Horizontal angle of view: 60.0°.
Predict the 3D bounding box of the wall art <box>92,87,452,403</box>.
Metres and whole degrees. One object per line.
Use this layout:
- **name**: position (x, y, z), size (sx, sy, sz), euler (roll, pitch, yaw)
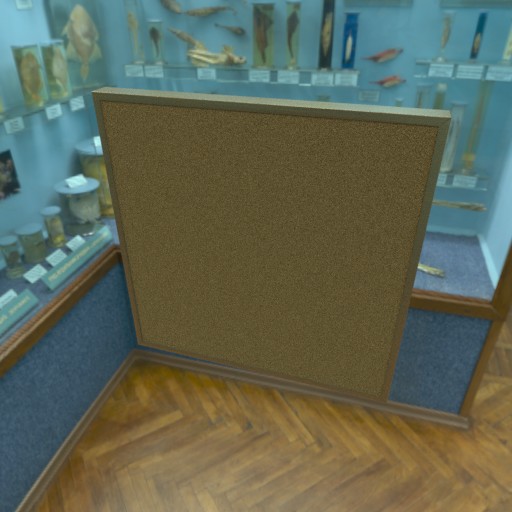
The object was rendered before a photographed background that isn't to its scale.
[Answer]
- **wall art**: position (0.000, 0.000, 0.744), size (0.505, 0.505, 0.037), euler (9, 33, 15)
